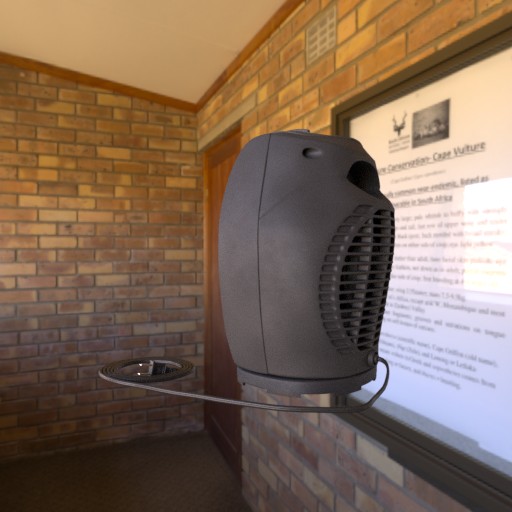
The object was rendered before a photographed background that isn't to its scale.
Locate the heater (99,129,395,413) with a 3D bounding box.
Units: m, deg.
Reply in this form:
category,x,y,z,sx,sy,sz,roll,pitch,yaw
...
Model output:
category,x,y,z,sx,sy,sz,roll,pitch,yaw
heater,0.000,0.000,0.484,0.291,0.255,0.239,0,1,35
